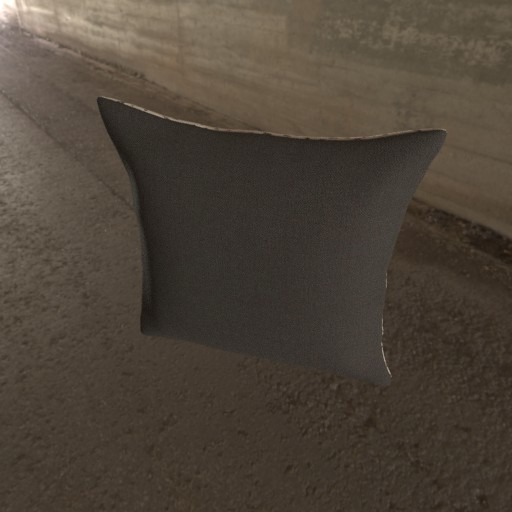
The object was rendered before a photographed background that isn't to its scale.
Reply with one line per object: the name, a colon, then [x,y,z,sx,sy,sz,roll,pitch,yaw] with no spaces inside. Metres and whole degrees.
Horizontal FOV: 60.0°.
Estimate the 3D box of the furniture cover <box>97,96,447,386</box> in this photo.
furniture cover: [0.000,0.000,0.765,0.525,0.498,0.180,9,34,14]
